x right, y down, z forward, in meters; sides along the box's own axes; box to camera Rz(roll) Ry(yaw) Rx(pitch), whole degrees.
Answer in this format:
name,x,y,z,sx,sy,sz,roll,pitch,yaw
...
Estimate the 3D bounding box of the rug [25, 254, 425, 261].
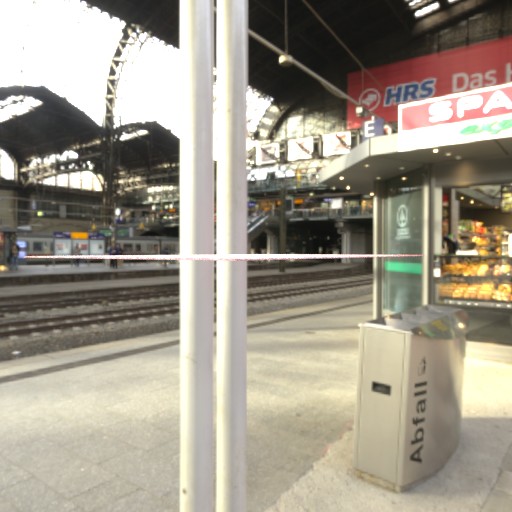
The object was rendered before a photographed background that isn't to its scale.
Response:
name,x,y,z,sx,sy,sz,roll,pitch,yaw
rug,0.000,0.000,2.334,1.219,0.006,1.829,0,1,37
